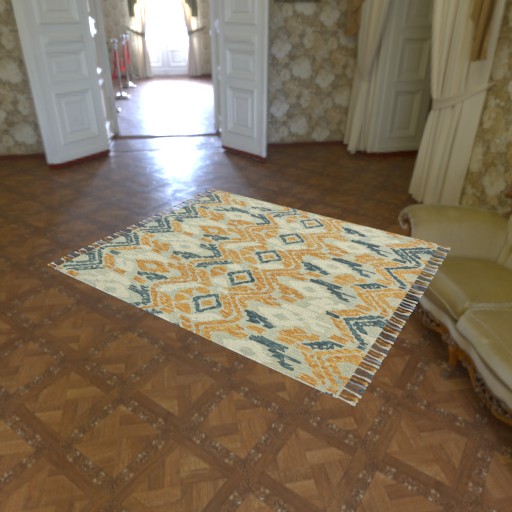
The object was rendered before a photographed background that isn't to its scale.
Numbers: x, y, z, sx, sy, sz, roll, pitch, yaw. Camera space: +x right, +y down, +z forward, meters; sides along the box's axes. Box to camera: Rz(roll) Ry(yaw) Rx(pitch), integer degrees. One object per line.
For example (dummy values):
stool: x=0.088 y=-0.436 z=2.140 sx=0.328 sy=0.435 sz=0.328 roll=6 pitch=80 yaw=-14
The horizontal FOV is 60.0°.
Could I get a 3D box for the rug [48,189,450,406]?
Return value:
rug: x=0.000 y=0.000 z=4.259 sx=3.048 sy=0.010 sz=2.439 roll=18 pitch=33 yaw=29
